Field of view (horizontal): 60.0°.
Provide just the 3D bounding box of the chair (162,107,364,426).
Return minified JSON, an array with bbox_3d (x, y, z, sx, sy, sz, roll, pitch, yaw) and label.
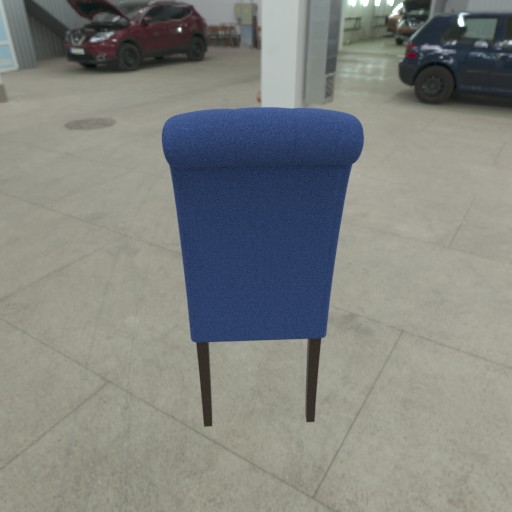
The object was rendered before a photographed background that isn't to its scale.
[{"bbox_3d":[0.000,0.000,1.387,0.456,1.006,0.671,-1,30,-3],"label":"chair"}]
